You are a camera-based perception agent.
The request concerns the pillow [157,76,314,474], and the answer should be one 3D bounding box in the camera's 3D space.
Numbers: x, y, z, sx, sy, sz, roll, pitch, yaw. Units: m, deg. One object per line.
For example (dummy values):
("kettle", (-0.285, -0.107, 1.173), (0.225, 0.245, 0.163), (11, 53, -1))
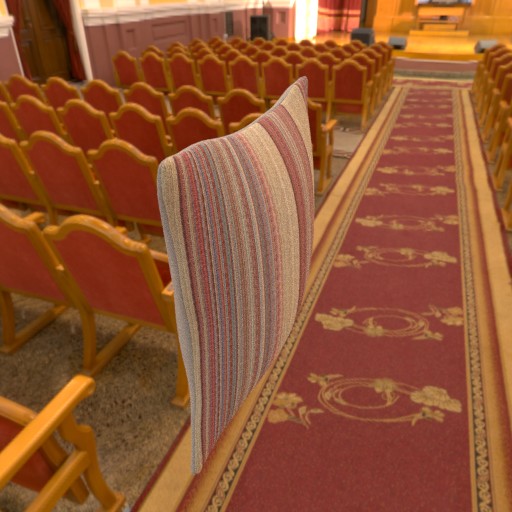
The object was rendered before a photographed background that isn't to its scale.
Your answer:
("pillow", (0.000, 0.000, 0.630), (0.136, 0.419, 0.437), (11, 33, 18))
